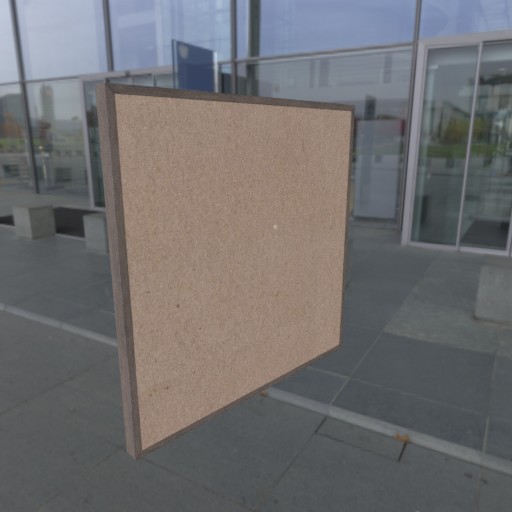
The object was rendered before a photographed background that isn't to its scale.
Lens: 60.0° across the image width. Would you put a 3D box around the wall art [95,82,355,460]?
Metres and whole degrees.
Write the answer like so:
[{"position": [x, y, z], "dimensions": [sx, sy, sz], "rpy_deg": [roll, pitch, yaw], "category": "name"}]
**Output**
[{"position": [0.000, 0.000, 1.126], "dimensions": [0.762, 0.762, 0.038], "rpy_deg": [-14, 20, -43], "category": "wall art"}]
